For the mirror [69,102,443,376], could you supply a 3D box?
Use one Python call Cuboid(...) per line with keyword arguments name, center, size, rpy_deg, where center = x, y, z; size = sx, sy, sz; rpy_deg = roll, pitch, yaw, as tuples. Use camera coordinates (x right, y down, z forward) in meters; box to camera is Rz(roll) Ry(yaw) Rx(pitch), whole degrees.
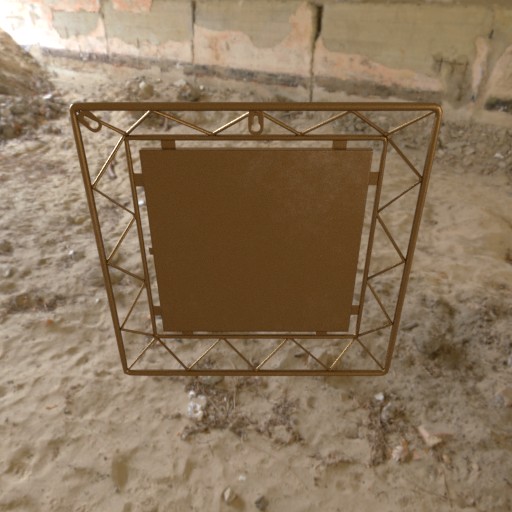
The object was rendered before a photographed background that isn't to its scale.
Cuboid(name="mirror", center=(0.000, 0.000, 0.608), size=(0.416, 0.414, 0.046), rpy_deg=(0, 31, 0))
